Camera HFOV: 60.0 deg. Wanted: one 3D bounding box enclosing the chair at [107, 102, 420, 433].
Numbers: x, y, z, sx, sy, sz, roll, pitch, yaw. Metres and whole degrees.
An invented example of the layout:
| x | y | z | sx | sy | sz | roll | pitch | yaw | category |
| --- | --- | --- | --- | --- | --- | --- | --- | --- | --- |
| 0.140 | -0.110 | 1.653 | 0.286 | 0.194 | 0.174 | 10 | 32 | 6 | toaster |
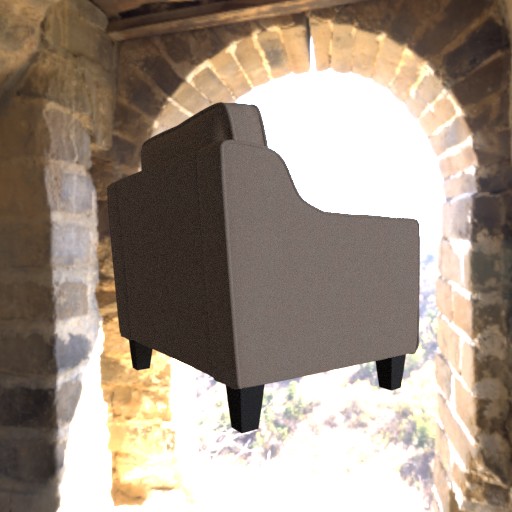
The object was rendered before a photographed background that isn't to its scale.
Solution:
| x | y | z | sx | sy | sz | roll | pitch | yaw | category |
| --- | --- | --- | --- | --- | --- | --- | --- | --- | --- |
| 0.000 | 0.000 | 1.729 | 0.882 | 0.948 | 0.922 | 0 | 1 | -36 | chair |
